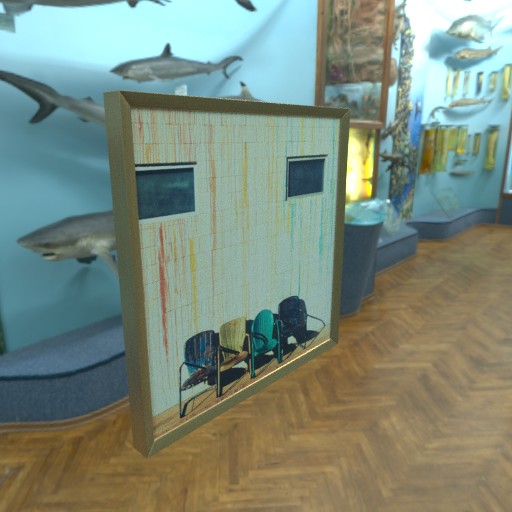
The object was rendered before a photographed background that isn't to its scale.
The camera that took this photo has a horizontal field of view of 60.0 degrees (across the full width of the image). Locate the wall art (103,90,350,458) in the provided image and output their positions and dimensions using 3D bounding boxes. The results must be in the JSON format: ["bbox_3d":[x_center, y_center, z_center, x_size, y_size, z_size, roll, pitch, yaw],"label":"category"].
[{"bbox_3d":[0.000,0.000,0.769,0.037,0.505,0.505,14,20,41],"label":"wall art"}]
